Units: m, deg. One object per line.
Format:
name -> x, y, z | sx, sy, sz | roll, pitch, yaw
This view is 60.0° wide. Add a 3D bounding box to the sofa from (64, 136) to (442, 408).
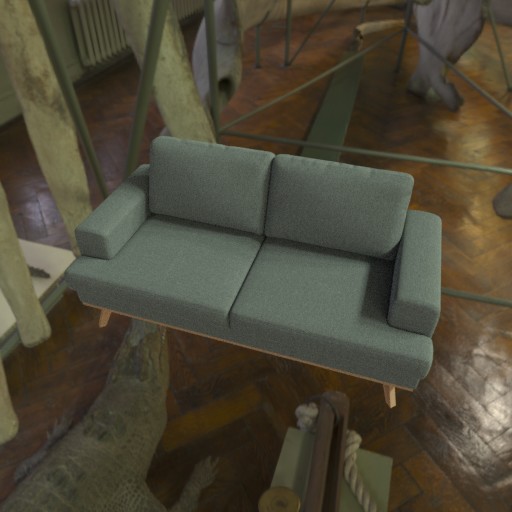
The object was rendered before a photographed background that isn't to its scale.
sofa -> 0.000, 0.000, 2.122 | 1.650, 0.810, 0.785 | 12, 43, 13
